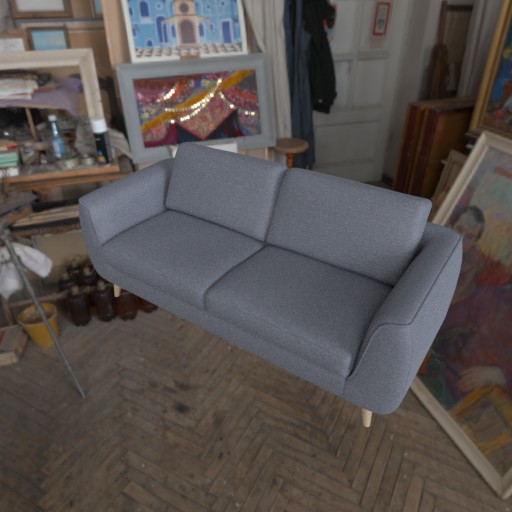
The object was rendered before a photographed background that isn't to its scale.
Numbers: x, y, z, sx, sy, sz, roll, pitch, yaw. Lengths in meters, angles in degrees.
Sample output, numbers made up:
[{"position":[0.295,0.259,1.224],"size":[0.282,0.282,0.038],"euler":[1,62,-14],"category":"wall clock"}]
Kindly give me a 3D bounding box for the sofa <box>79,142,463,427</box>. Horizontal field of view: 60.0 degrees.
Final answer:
[{"position":[0.000,0.000,2.523],"size":[2.000,0.870,0.920],"euler":[20,37,29],"category":"sofa"}]
